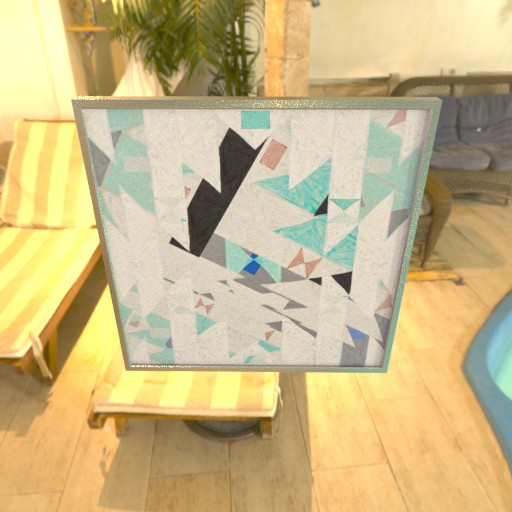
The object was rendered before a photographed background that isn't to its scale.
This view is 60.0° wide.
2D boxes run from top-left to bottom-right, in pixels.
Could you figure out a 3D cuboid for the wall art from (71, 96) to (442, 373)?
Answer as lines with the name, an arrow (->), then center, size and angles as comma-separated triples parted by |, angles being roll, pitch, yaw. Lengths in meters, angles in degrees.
wall art -> 0.000, 0.000, 1.182 | 0.806, 0.806, 0.038 | 0, 30, 1
